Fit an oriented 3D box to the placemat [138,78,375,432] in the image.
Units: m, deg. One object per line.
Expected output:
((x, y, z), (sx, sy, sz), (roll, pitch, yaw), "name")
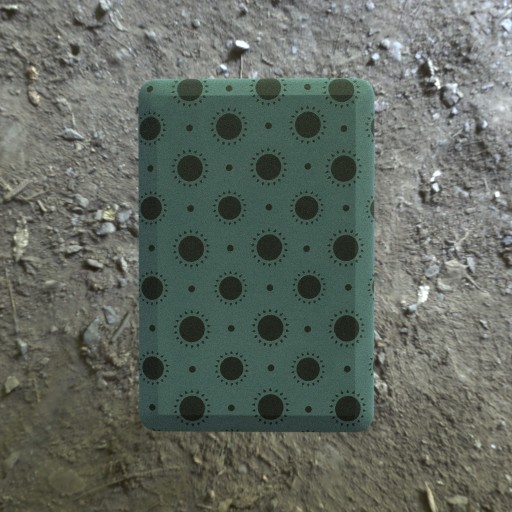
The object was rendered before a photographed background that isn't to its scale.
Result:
((0.000, 0.000, 0.949), (0.508, 0.021, 0.762), (0, 91, 1), "placemat")
